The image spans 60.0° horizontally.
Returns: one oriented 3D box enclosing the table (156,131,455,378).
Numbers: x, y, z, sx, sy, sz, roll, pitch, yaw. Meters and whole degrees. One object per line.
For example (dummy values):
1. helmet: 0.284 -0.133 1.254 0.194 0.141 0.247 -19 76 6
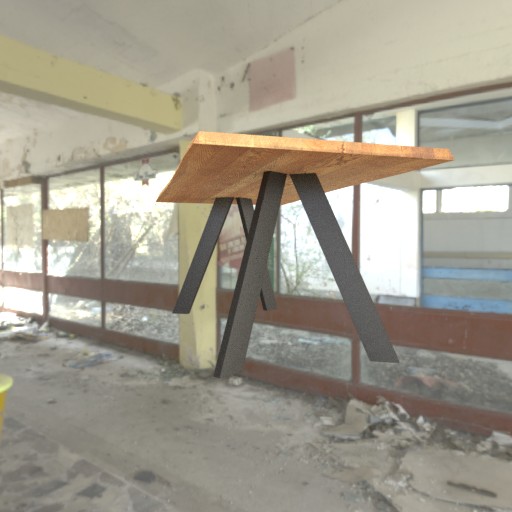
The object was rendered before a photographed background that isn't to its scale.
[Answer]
1. table: 0.000 0.000 2.262 0.900 0.770 1.800 0 1 -16
